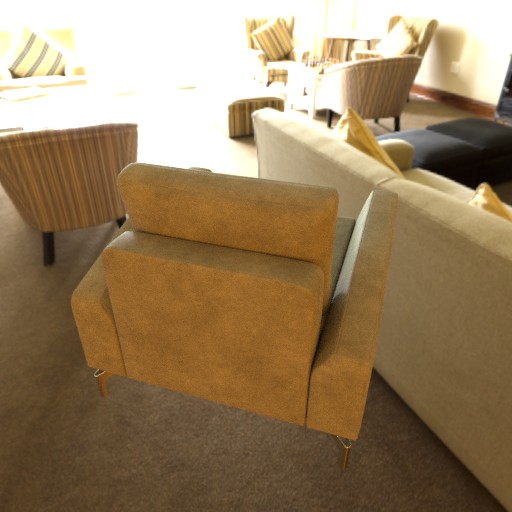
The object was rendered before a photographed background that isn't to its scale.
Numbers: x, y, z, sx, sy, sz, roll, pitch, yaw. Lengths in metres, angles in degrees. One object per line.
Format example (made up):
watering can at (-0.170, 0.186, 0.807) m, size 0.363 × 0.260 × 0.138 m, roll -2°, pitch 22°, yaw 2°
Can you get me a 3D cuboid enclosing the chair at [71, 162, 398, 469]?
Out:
chair at (0.000, 0.000, 1.575) m, size 0.900 × 0.800 × 0.900 m, roll 10°, pitch 34°, yaw 15°
